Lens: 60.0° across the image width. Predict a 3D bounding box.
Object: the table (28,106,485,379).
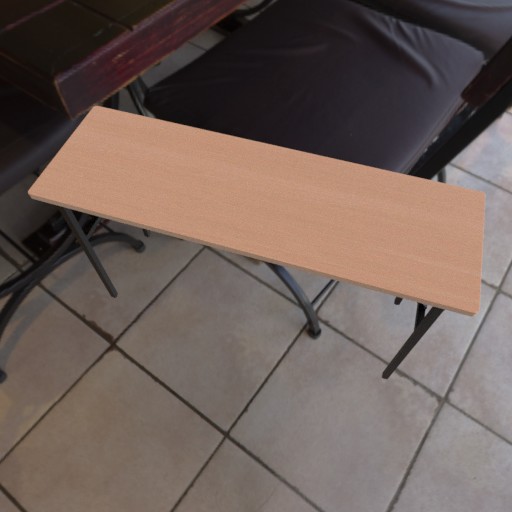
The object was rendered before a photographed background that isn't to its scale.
[{"bbox_3d":[0.000,0.000,1.731,1.397,0.750,0.447,15,59,9],"label":"table"}]
